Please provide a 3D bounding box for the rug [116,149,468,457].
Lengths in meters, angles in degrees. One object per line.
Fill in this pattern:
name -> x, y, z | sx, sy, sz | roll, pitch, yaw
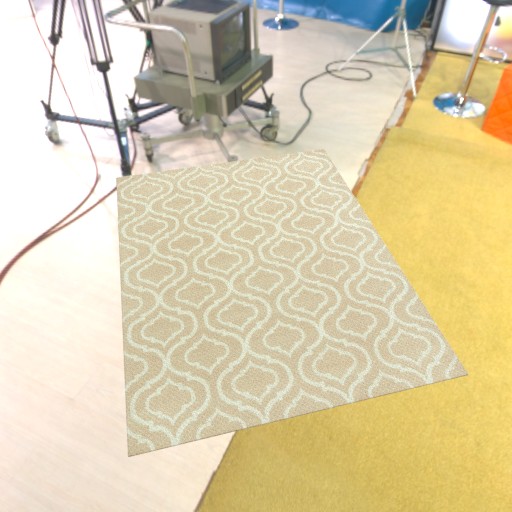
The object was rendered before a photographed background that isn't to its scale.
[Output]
rug -> 0.000, 0.000, 3.821 | 2.286, 0.013, 2.894 | -10, 47, -10
